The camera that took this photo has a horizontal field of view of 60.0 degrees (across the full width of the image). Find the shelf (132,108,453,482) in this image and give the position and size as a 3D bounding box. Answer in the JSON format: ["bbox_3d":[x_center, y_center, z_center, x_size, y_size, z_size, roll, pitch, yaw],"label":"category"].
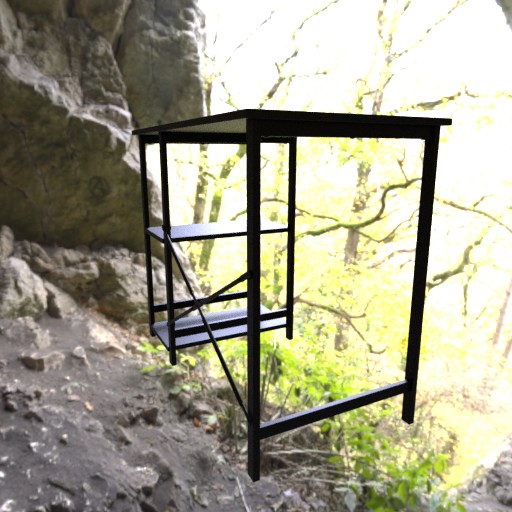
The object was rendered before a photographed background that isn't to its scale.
[{"bbox_3d":[0.000,0.000,1.327,0.498,0.749,0.902,-7,15,-26],"label":"shelf"}]
